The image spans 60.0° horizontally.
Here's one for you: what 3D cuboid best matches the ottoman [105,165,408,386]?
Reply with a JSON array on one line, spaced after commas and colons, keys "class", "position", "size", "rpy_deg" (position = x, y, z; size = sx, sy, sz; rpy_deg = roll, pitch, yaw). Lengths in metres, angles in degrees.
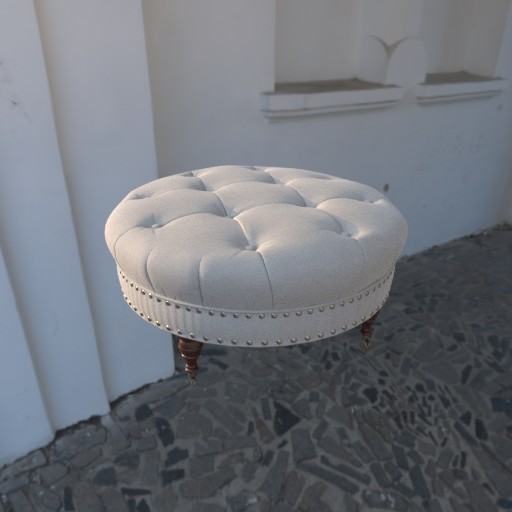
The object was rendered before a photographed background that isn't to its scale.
[{"class": "ottoman", "position": [0.000, 0.000, 1.423], "size": [0.901, 0.439, 0.901], "rpy_deg": [0, 25, 0]}]
